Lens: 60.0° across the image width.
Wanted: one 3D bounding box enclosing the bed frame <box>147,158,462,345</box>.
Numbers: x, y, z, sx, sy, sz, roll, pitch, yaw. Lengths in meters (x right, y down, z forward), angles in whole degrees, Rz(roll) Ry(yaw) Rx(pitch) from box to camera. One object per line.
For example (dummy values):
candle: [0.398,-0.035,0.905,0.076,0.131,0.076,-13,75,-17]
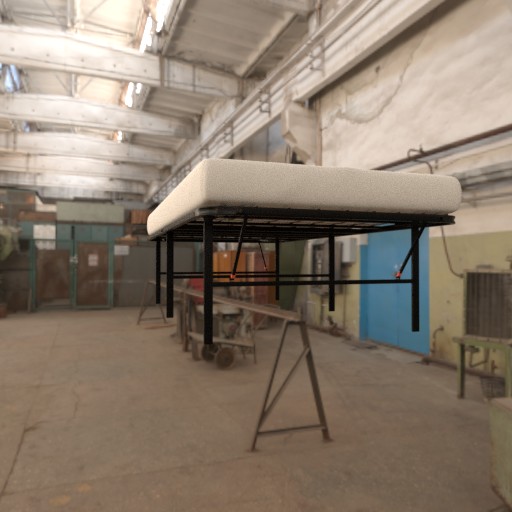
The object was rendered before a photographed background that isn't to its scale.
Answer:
bed frame: [0.000,0.000,2.357,0.989,0.619,1.903,0,-1,-19]
